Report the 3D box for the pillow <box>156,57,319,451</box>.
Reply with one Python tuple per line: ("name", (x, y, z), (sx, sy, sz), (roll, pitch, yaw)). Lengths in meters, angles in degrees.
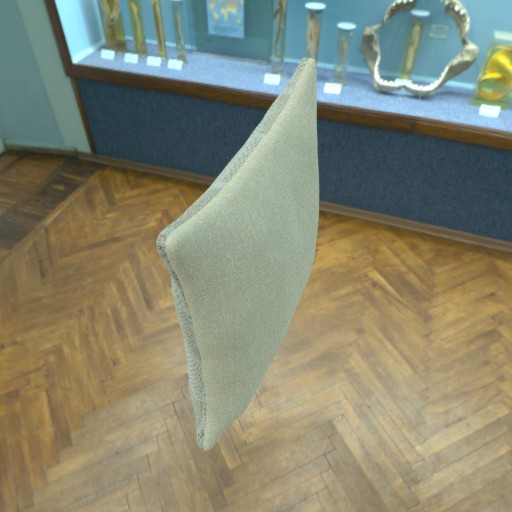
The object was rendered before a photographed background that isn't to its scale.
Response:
("pillow", (0.000, 0.000, 0.662), (0.138, 0.432, 0.436), (15, 46, 15))
